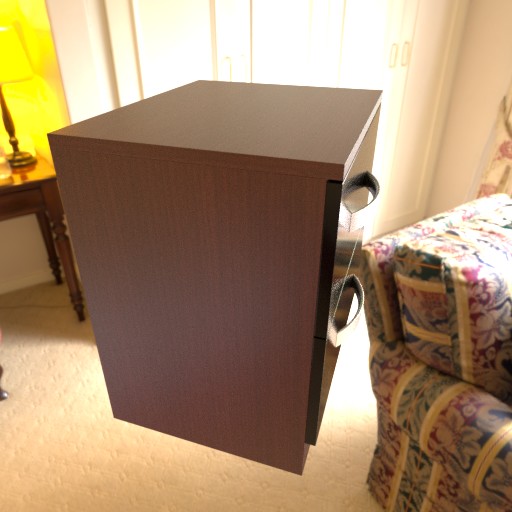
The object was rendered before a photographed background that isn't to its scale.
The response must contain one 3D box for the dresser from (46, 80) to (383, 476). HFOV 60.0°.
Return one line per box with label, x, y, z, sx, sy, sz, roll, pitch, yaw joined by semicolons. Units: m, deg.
dresser;0.000;0.000;0.728;0.360;0.470;0.400;10;32;16
